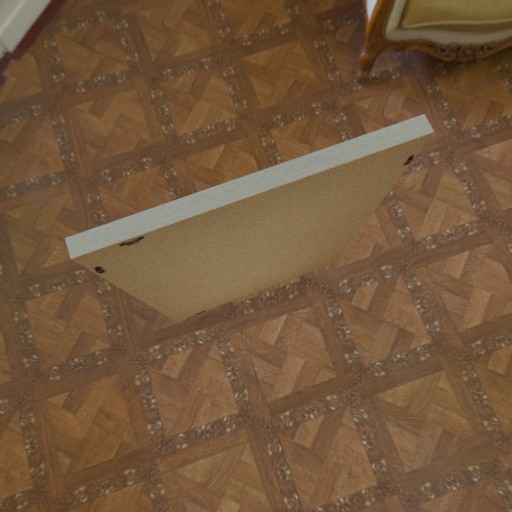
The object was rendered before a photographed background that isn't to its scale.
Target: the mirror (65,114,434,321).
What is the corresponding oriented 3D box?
[{"bbox_3d":[0.000,0.000,1.143,0.609,0.915,0.040,-20,77,-5],"label":"mirror"}]
